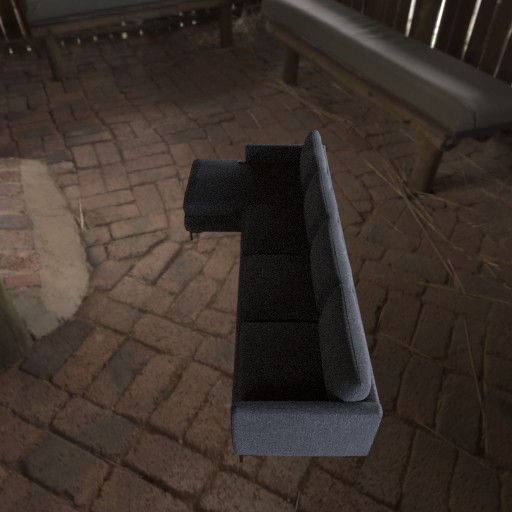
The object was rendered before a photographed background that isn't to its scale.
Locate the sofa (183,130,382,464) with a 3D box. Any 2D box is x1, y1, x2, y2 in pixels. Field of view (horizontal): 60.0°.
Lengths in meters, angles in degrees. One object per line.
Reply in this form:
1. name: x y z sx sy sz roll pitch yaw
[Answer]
1. sofa: 0.000 0.000 3.480 1.350 0.810 2.932 0 42 0
